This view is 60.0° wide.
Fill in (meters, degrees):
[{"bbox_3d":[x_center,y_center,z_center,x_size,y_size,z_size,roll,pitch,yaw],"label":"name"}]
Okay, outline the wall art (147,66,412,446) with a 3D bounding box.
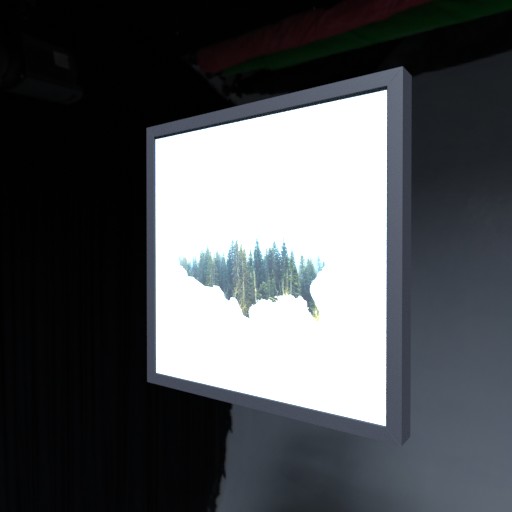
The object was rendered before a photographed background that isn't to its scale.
[{"bbox_3d":[0.000,0.000,0.757,0.509,0.509,0.040,0,1,35],"label":"wall art"}]
